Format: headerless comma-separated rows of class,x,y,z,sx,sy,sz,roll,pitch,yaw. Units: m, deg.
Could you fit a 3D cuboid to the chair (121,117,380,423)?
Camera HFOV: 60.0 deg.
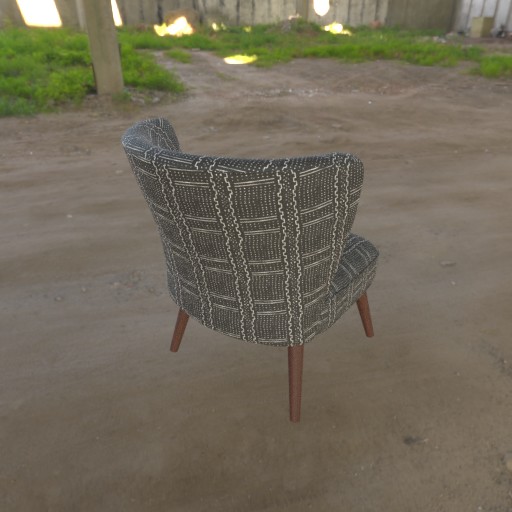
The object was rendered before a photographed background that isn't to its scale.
chair,0.000,0.000,1.461,0.710,0.866,0.758,20,35,31
